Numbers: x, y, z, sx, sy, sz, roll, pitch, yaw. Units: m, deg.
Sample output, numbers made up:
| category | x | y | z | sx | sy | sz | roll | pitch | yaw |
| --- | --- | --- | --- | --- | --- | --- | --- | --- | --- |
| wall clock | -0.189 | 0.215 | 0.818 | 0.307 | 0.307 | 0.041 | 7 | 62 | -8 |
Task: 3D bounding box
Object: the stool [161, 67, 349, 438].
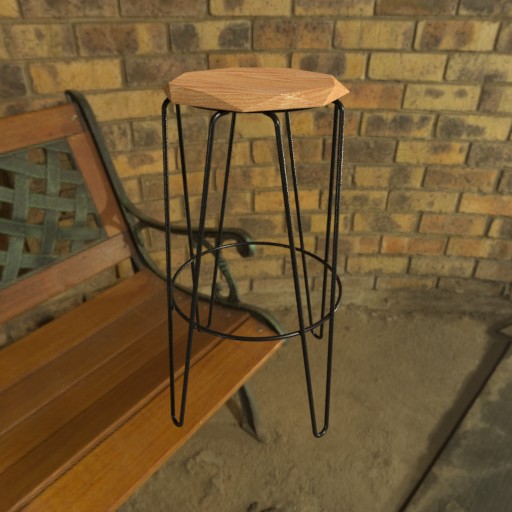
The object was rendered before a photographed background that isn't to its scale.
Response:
| category | x | y | z | sx | sy | sz | roll | pitch | yaw |
| --- | --- | --- | --- | --- | --- | --- | --- | --- | --- |
| stool | 0.000 | 0.000 | 0.812 | 0.326 | 0.610 | 0.326 | 3 | 31 | 5 |
